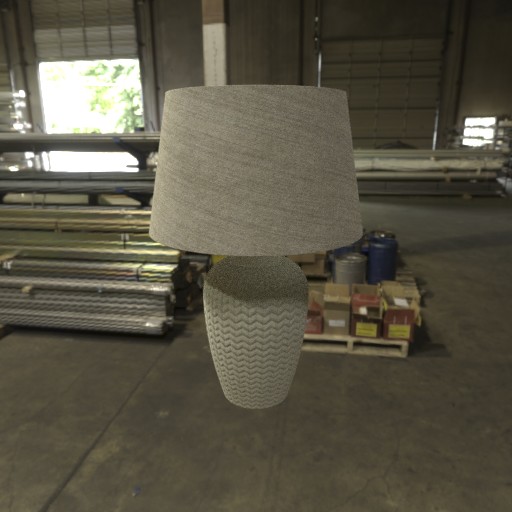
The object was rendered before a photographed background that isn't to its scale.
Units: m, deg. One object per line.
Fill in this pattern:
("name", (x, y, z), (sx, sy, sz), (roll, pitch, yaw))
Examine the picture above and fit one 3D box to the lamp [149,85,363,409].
("lamp", (0.000, 0.000, 0.843), (0.390, 0.580, 0.390), (0, 16, 0))
